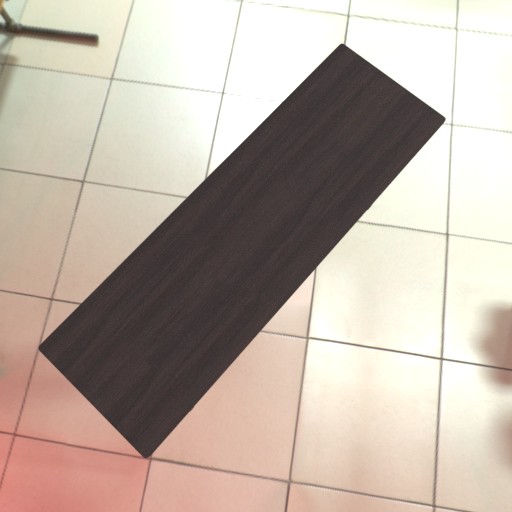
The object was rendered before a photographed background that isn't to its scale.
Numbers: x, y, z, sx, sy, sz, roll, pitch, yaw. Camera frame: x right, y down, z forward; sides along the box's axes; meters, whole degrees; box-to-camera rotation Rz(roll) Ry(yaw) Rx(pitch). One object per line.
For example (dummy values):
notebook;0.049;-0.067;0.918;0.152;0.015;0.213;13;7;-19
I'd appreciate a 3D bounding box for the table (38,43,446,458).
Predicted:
table;0.000;0.000;1.737;0.449;0.750;1.399;41;79;10
